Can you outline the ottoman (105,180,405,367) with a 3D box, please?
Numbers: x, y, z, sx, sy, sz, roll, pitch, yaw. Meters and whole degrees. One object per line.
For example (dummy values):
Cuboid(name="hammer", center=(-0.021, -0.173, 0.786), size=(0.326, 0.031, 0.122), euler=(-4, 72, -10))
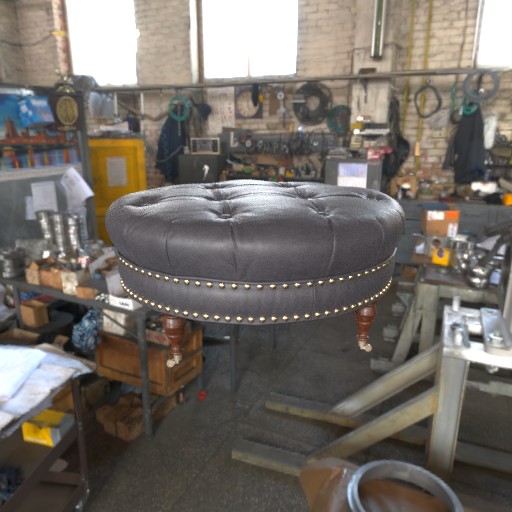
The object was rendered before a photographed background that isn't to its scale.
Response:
Cuboid(name="ottoman", center=(0.000, 0.000, 1.431), size=(0.901, 0.439, 0.901), euler=(0, 16, 0))
